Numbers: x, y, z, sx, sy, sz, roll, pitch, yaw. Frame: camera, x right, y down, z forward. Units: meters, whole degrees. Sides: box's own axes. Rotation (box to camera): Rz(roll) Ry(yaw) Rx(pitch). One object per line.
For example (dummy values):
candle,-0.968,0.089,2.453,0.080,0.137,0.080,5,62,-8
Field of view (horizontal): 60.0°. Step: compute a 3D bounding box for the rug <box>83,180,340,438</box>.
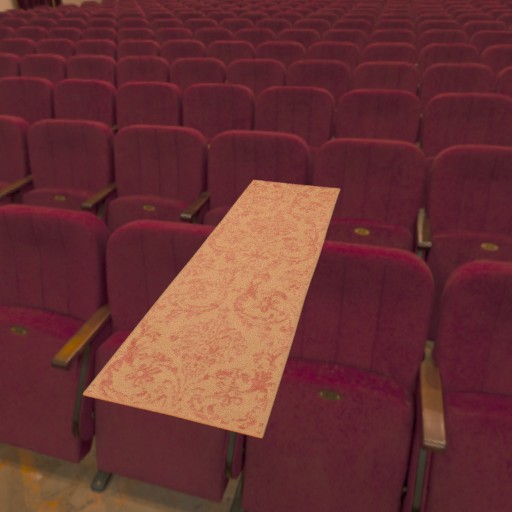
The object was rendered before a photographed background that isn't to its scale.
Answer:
rug,0.000,0.000,2.403,0.662,0.011,2.196,8,31,14
